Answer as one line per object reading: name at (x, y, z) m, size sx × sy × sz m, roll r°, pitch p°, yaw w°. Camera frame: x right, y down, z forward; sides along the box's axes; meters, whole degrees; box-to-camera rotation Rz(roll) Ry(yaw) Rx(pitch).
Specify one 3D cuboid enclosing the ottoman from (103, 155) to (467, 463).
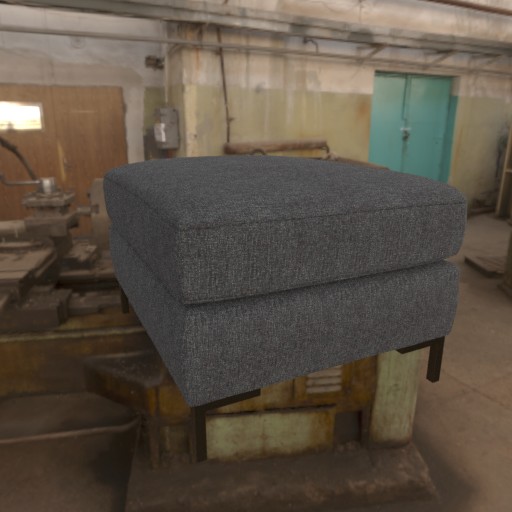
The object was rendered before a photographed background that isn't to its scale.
ottoman at (0.000, 0.000, 1.251) m, size 0.695 × 0.533 × 0.831 m, roll -8°, pitch 19°, yaw -25°
